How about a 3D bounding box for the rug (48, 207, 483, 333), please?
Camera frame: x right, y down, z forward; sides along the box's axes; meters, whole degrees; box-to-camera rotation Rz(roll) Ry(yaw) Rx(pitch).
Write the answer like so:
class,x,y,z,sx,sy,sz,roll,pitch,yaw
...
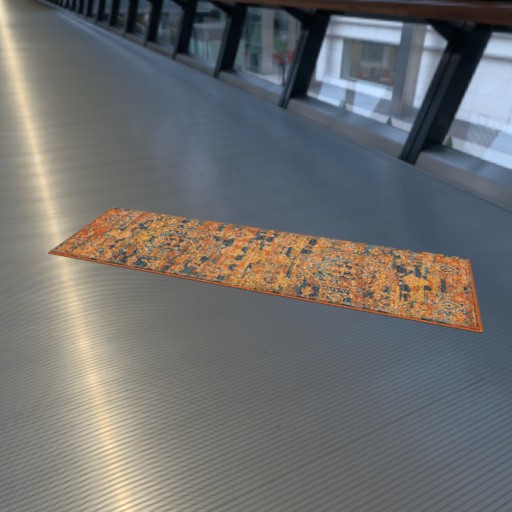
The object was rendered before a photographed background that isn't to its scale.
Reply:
class,x,y,z,sx,sy,sz,roll,pitch,yaw
rug,0.000,0.000,2.481,2.274,0.016,0.651,9,32,15
